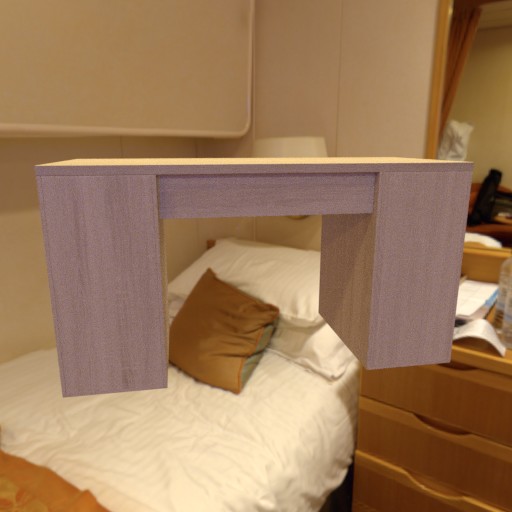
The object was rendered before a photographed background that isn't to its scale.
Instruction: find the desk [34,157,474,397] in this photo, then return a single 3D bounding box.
[{"bbox_3d":[0.000,0.000,1.751,1.390,0.740,0.600,-2,14,-10],"label":"desk"}]
